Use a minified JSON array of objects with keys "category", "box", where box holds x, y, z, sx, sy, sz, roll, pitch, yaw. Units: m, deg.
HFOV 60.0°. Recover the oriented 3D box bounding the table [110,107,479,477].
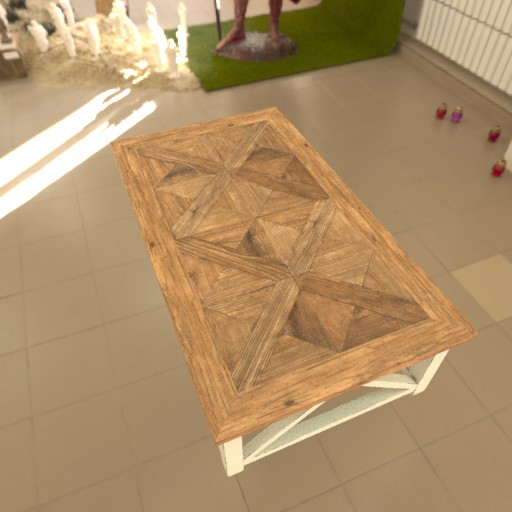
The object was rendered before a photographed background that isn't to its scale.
[{"category":"table","box":[0.000,0.000,1.755,0.800,0.410,1.400,-17,49,-15]}]
